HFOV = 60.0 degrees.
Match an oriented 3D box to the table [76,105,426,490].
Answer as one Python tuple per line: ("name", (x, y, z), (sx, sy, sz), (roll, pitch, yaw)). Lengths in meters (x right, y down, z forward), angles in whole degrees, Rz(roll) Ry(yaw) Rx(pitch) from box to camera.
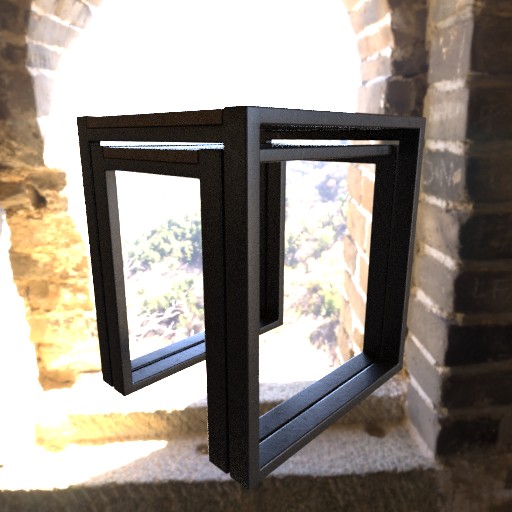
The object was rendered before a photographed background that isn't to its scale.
("table", (0.000, 0.000, 0.916), (0.449, 0.550, 0.500), (14, 21, 42))
